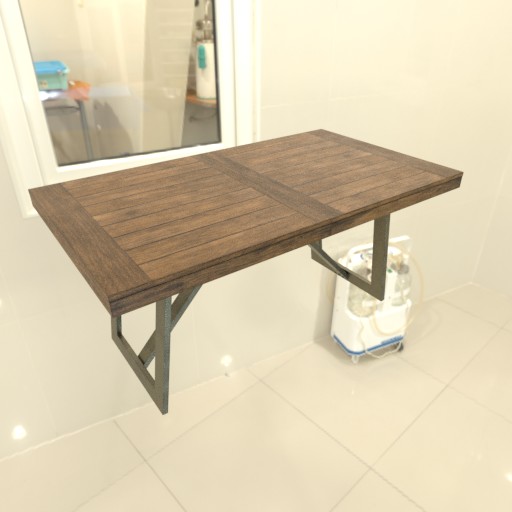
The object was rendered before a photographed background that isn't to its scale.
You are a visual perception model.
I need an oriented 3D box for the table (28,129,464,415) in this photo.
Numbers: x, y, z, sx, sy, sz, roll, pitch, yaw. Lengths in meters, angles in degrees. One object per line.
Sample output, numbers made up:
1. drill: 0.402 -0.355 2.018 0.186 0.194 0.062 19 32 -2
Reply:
1. table: 0.000 0.000 2.103 1.641 0.757 0.931 -20 36 -30
